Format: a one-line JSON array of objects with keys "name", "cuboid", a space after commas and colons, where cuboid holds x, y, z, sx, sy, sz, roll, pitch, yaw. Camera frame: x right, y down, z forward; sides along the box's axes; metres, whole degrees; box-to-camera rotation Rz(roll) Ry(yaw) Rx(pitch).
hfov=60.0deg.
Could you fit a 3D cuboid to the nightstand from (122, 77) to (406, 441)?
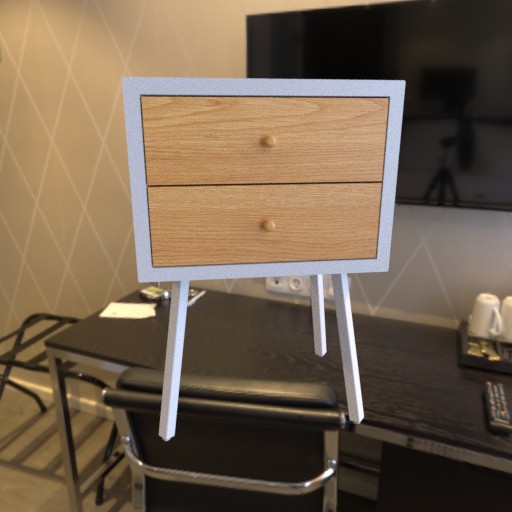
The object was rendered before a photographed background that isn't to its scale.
[{"name": "nightstand", "cuboid": [0.000, 0.000, 0.839, 0.400, 0.601, 0.316, -2, 17, -7]}]
